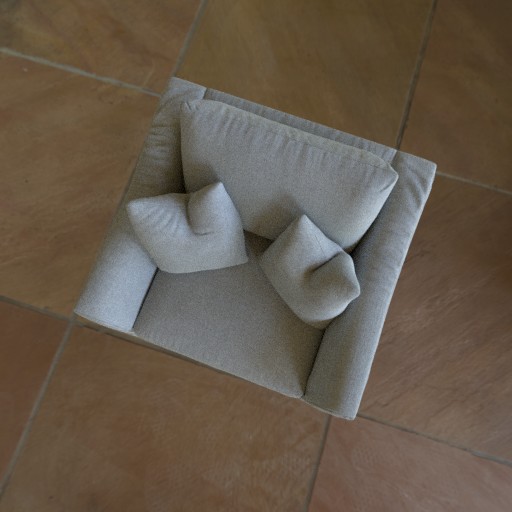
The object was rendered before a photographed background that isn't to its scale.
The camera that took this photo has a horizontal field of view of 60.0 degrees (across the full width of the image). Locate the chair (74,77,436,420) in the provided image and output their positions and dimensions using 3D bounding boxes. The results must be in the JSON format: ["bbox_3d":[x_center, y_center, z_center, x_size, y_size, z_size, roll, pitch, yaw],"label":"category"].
[{"bbox_3d":[0.000,0.000,2.040,1.194,1.059,1.071,20,76,5],"label":"chair"}]
